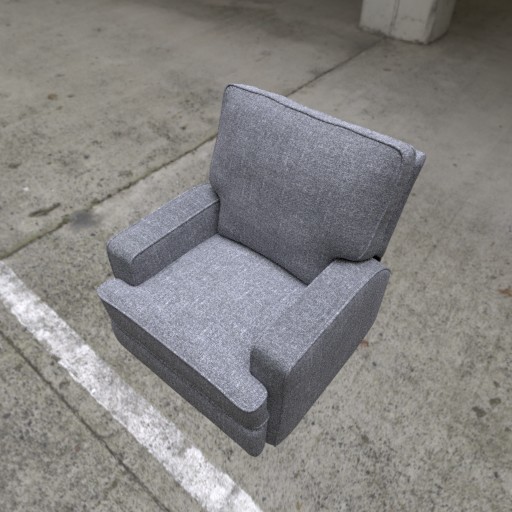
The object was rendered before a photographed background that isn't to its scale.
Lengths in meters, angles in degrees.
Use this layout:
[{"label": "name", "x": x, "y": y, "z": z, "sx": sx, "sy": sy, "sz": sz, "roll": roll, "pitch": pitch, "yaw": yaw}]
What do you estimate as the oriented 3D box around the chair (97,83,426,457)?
[{"label": "chair", "x": 0.000, "y": 0.000, "z": 1.677, "sx": 0.861, "sy": 0.962, "sz": 0.964, "roll": 30, "pitch": 52, "yaw": 27}]
